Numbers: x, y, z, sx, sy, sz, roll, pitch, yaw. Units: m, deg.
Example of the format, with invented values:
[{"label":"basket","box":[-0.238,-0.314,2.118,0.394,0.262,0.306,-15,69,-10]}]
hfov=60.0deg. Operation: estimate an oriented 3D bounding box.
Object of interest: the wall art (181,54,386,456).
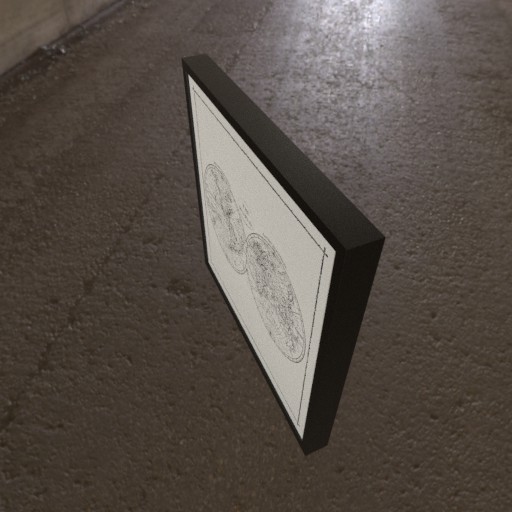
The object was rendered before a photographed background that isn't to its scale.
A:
[{"label":"wall art","box":[0.000,0.000,0.489,0.029,0.318,0.327,-18,48,-17]}]
